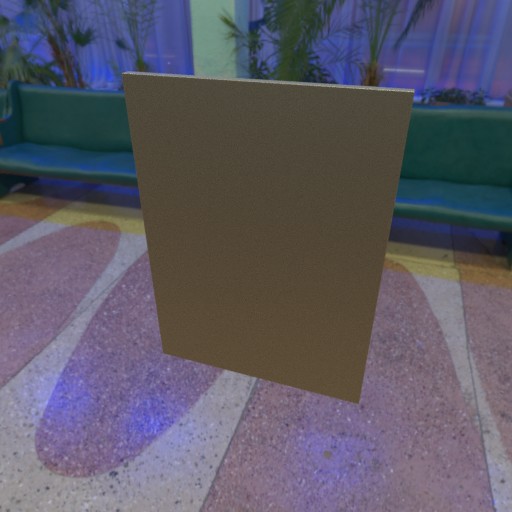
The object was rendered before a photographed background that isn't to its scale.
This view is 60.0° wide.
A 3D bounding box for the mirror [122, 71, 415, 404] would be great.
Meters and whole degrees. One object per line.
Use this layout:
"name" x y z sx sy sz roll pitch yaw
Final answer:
"mirror" 0.000 0.000 1.369 0.756 1.023 0.032 10 33 16
